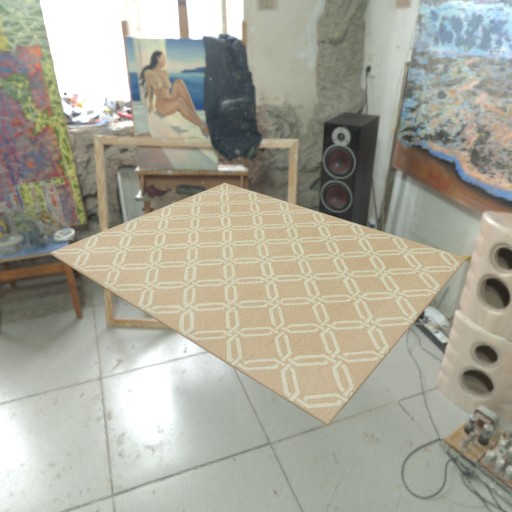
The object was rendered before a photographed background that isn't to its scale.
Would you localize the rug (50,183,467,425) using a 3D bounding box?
[{"bbox_3d":[0.000,0.000,3.916,2.895,0.018,2.288,23,37,34],"label":"rug"}]
